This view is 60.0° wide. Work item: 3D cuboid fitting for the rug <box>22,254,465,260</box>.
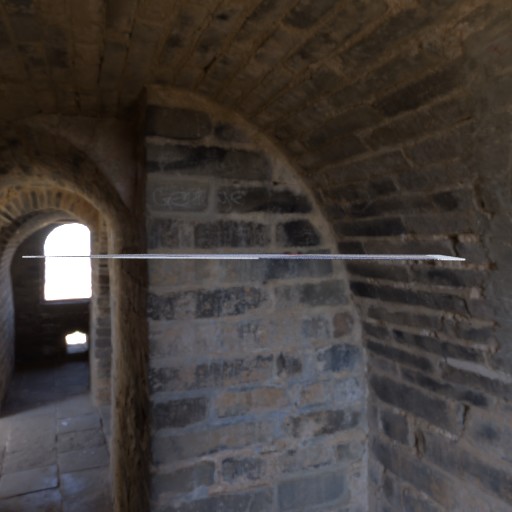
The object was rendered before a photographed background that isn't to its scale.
[{"bbox_3d":[0.000,0.000,2.282,1.828,0.005,1.220,0,1,19],"label":"rug"}]
